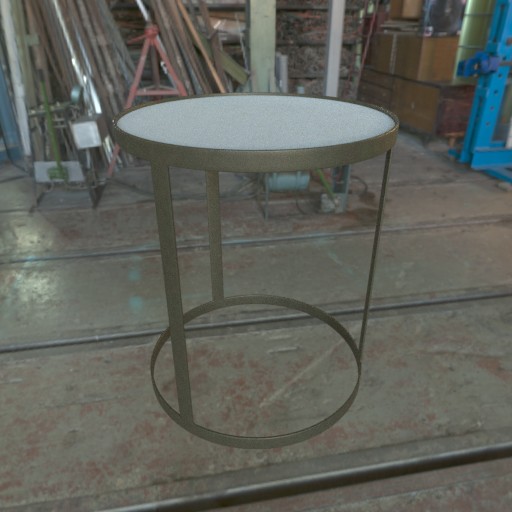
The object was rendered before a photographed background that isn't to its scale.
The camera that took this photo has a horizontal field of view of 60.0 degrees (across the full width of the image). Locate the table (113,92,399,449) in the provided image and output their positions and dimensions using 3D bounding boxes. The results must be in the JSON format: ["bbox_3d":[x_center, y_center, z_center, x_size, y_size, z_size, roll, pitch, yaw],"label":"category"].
[{"bbox_3d":[0.000,0.000,0.906,0.480,0.565,0.480,0,29,0],"label":"table"}]
